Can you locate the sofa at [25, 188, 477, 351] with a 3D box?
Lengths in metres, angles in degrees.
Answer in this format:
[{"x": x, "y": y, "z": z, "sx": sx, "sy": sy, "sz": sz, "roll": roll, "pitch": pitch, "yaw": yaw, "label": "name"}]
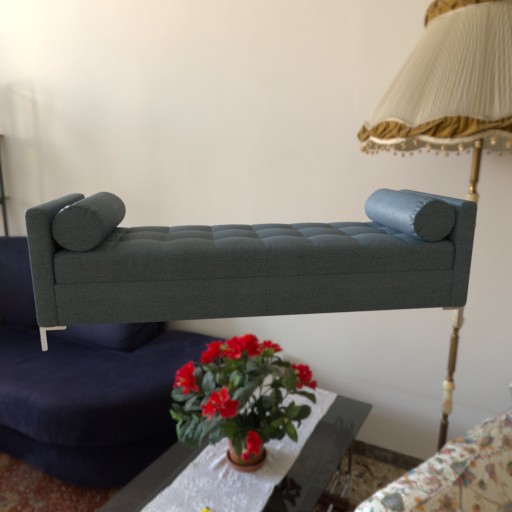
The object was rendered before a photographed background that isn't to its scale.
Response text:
[{"x": 0.000, "y": 0.000, "z": 2.305, "sx": 1.981, "sy": 0.635, "sz": 0.686, "roll": -2, "pitch": 13, "yaw": -8, "label": "sofa"}]
